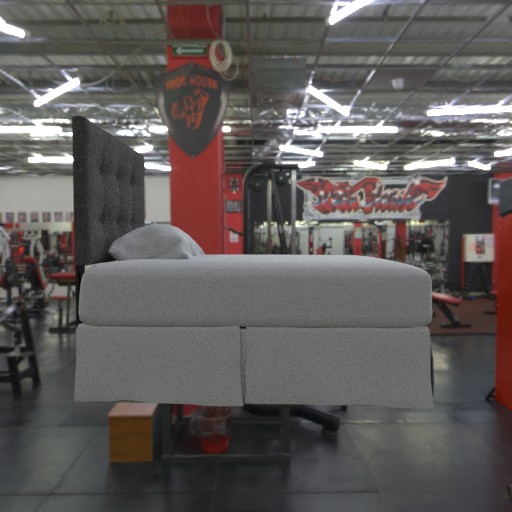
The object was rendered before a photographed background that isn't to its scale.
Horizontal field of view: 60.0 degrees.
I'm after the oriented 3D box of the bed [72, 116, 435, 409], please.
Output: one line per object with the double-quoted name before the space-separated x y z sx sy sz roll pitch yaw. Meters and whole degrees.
"bed" 0.000 0.000 2.954 1.997 1.571 1.261 0 2 2
